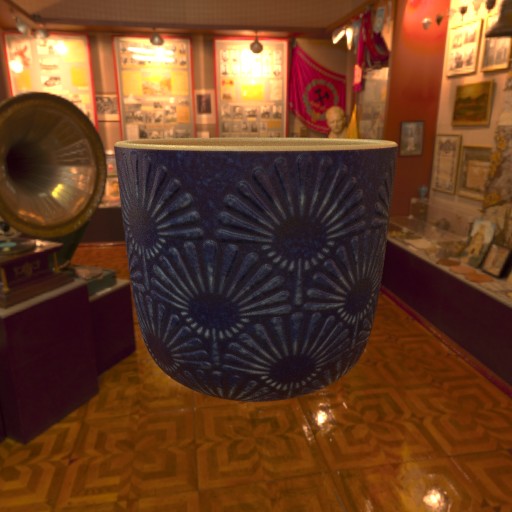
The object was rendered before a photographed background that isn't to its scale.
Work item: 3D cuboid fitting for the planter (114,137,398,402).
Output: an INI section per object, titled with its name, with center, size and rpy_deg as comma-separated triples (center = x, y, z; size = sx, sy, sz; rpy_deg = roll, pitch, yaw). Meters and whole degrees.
[planter]
center = 0.000, 0.000, 0.217
size = 0.124, 0.109, 0.124
rpy_deg = 0, 16, 0
